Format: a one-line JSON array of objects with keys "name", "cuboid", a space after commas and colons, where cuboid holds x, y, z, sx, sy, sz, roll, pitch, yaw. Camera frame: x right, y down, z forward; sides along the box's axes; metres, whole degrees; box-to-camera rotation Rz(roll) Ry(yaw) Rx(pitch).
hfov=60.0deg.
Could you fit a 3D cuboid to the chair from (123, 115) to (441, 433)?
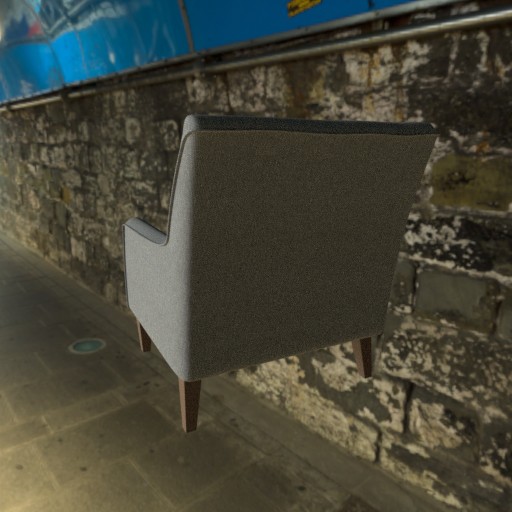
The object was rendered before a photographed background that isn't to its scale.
[{"name": "chair", "cuboid": [0.000, 0.000, 1.612, 0.780, 0.919, 0.899, -7, 16, -27]}]
